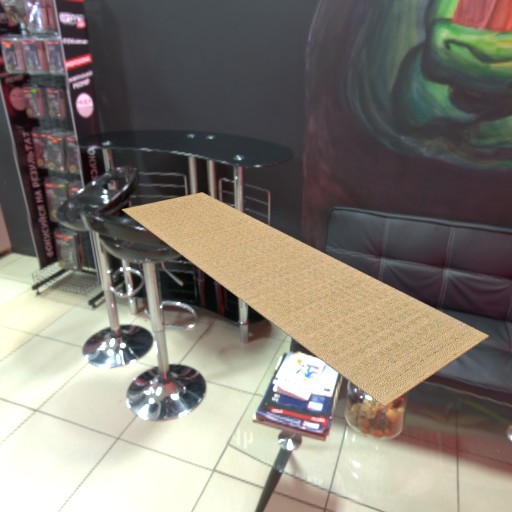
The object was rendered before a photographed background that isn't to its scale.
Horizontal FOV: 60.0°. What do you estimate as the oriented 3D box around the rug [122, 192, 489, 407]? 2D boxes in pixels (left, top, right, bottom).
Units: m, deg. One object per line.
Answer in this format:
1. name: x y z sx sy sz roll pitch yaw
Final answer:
1. rug: 0.000 0.000 2.598 0.686 0.006 2.437 -18 31 -32
